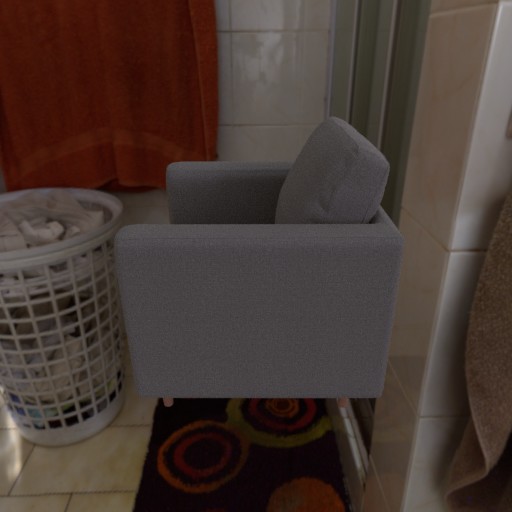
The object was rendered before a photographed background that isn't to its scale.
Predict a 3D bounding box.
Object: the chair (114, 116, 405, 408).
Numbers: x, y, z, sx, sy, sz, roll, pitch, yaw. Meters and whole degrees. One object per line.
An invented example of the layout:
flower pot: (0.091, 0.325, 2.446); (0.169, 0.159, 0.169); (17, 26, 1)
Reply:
chair: (0.000, 0.000, 1.621); (0.800, 0.927, 0.854); (0, 26, 0)
